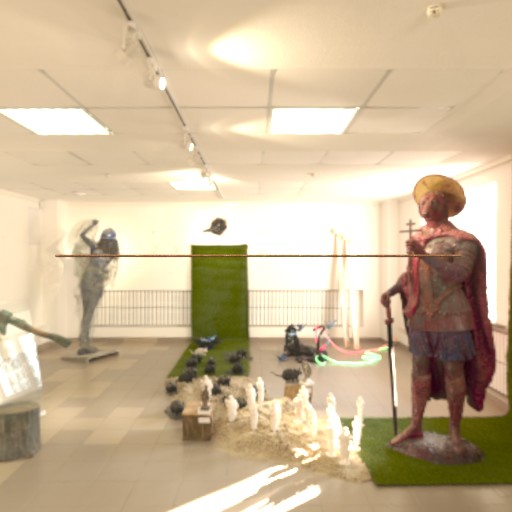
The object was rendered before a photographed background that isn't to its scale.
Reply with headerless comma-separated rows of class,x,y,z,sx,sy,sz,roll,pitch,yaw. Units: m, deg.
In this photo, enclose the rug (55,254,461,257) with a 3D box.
rug,0.000,0.000,4.175,2.441,0.015,3.050,0,0,-1
